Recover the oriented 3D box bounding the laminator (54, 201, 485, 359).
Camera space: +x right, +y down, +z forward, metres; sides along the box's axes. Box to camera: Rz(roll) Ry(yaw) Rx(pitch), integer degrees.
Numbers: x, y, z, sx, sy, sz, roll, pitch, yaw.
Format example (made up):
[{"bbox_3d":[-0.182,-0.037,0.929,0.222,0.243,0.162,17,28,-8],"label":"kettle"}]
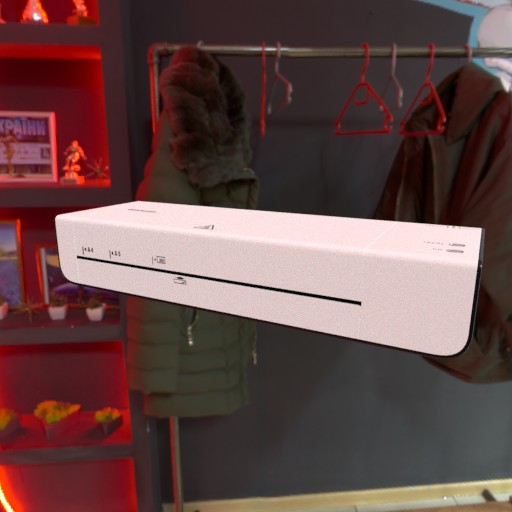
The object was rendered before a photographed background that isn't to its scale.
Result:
[{"bbox_3d":[0.000,0.000,0.377,0.340,0.062,0.123,7,16,26],"label":"laminator"}]
